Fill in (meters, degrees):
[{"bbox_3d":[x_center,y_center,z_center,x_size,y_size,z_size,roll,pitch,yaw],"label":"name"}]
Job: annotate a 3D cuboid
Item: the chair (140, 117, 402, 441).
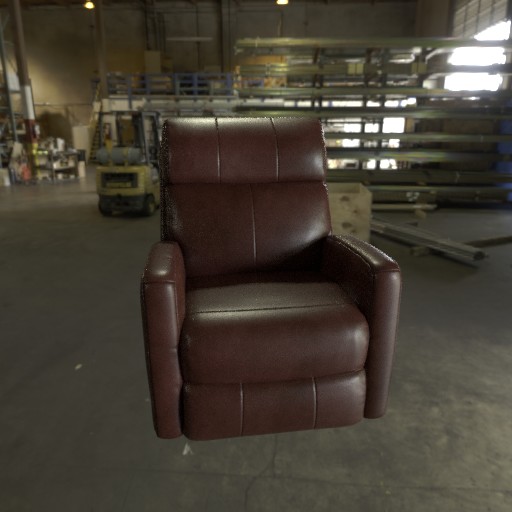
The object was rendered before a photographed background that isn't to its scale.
[{"bbox_3d":[0.000,0.000,1.670,0.787,1.016,0.939,-2,16,-8],"label":"chair"}]
